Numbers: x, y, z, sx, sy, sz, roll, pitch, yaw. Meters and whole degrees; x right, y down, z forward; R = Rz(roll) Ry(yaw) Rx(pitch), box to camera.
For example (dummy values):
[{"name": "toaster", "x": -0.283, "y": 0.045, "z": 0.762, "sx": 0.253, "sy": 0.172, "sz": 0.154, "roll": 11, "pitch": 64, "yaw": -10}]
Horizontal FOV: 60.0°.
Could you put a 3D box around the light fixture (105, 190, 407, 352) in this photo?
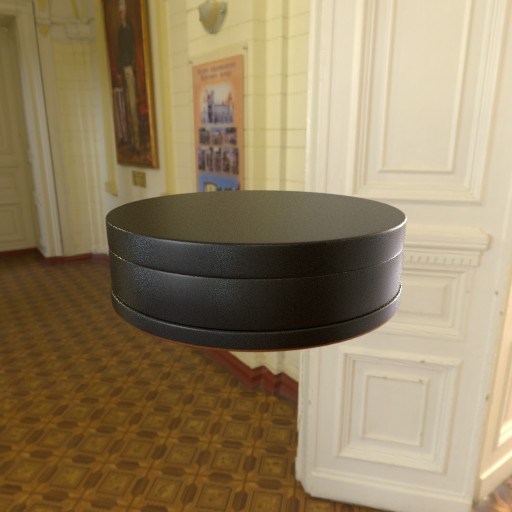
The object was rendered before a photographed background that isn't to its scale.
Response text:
[{"name": "light fixture", "x": 0.000, "y": 0.000, "z": 0.447, "sx": 0.283, "sy": 0.097, "sz": 0.283, "roll": 0, "pitch": 16, "yaw": 0}]
